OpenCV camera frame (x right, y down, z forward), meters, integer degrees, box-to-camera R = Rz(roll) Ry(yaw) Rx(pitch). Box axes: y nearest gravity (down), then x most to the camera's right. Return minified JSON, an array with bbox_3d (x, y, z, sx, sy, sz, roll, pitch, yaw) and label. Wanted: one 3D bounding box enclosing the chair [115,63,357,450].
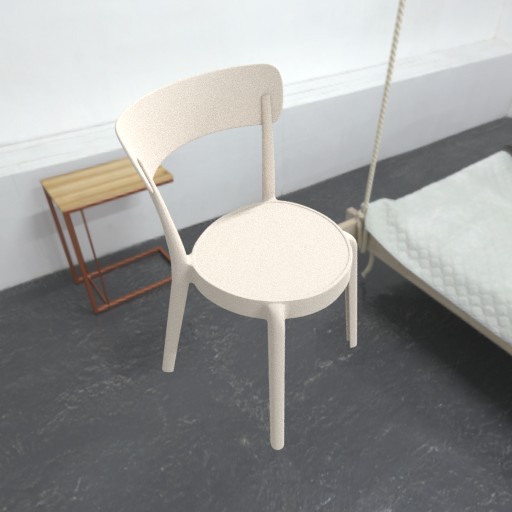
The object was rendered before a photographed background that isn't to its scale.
[{"bbox_3d":[0.000,0.000,1.149,0.491,0.790,0.506,26,46,27],"label":"chair"}]
